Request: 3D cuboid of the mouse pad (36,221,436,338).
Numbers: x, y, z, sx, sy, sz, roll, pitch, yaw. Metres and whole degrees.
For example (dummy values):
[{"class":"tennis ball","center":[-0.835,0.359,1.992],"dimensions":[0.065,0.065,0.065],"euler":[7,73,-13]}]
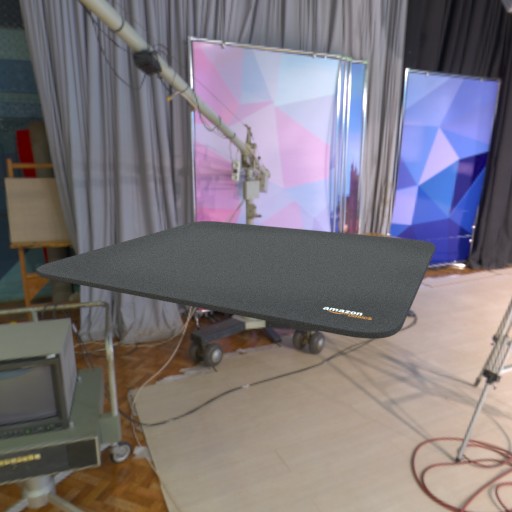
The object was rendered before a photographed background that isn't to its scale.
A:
[{"class":"mouse pad","center":[0.000,0.000,0.320],"dimensions":[0.229,0.003,0.203],"euler":[7,16,25]}]
